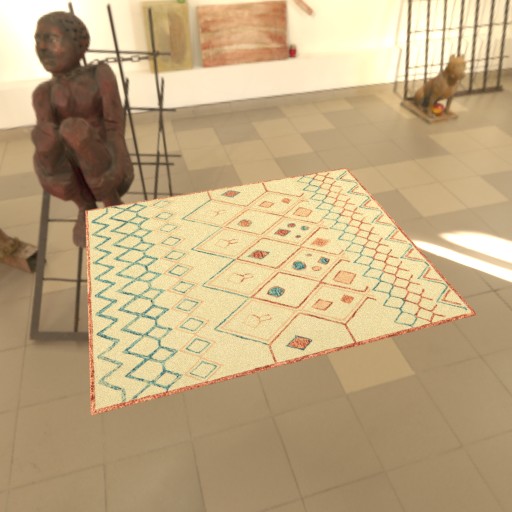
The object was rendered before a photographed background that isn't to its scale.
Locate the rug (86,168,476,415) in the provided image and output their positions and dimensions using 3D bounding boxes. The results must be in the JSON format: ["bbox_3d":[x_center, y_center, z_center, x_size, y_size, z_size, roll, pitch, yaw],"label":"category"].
[{"bbox_3d":[0.000,0.000,4.176,3.050,0.016,2.441,-11,43,-13],"label":"rug"}]
